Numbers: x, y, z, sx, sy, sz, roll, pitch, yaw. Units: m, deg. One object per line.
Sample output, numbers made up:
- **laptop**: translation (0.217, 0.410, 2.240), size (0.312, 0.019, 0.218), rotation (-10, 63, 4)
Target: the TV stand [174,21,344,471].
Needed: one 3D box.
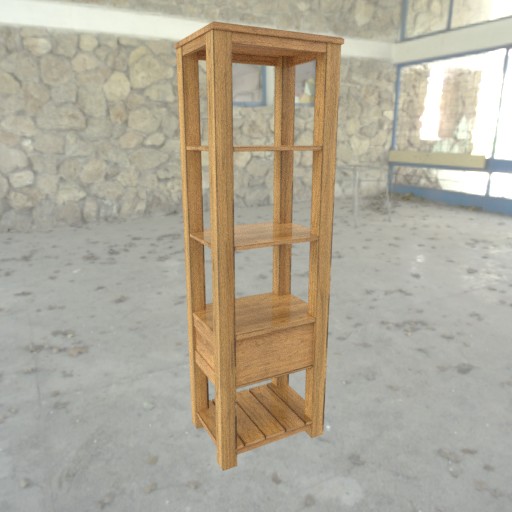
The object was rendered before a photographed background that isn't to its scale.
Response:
- **TV stand**: translation (0.000, 0.000, 2.055), size (0.565, 1.828, 0.435), rotation (-8, 17, -27)
